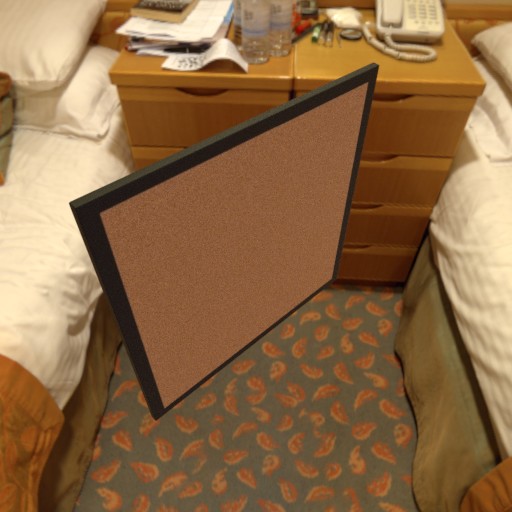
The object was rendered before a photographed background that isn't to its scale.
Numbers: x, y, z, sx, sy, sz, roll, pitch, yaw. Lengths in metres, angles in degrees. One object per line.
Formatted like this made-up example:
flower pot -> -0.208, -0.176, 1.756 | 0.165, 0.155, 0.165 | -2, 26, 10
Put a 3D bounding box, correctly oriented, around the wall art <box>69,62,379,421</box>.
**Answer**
wall art -> 0.000, 0.000, 0.977 | 0.663, 0.659, 0.016 | -33, 55, -28
